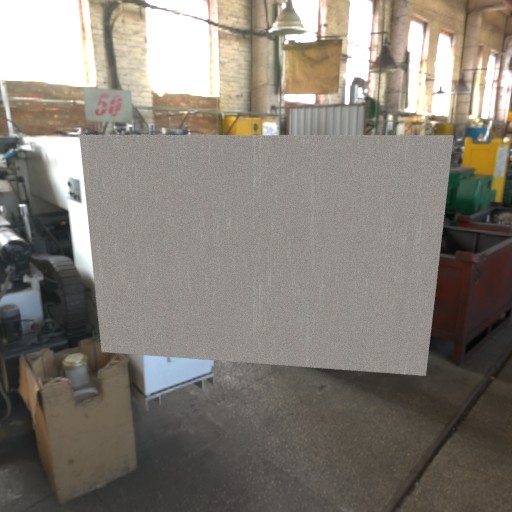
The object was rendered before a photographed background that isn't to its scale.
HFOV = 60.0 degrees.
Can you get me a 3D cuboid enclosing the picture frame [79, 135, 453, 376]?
[{"bbox_3d":[0.000,0.000,1.217,0.950,0.640,0.029,2,16,8],"label":"picture frame"}]
